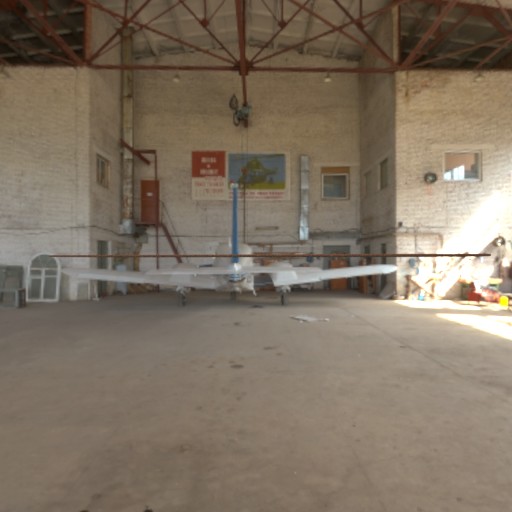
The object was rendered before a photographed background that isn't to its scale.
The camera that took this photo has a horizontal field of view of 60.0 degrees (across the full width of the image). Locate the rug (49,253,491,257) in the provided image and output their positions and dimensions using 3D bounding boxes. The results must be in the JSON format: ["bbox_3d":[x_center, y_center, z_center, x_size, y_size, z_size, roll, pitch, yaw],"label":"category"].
[{"bbox_3d":[0.000,0.000,2.691,2.448,0.012,0.769,0,0,19],"label":"rug"}]
